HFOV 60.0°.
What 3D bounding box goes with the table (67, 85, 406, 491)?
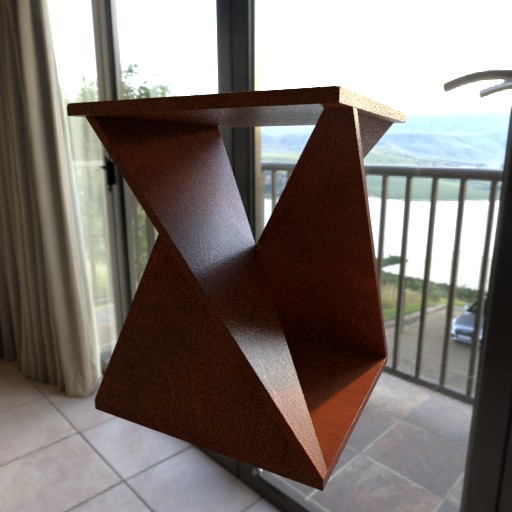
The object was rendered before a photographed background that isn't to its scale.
[{"bbox_3d":[0.000,0.000,0.822,0.427,0.520,0.427,7,15,27],"label":"table"}]
